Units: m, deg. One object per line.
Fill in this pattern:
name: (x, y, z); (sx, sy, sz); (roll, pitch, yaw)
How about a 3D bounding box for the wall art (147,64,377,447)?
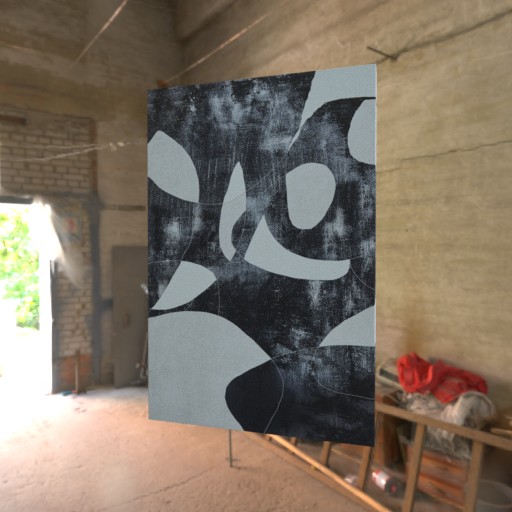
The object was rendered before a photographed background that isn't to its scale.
wall art: (0.000, 0.000, 0.781); (0.407, 0.610, 0.039); (0, 1, 17)
